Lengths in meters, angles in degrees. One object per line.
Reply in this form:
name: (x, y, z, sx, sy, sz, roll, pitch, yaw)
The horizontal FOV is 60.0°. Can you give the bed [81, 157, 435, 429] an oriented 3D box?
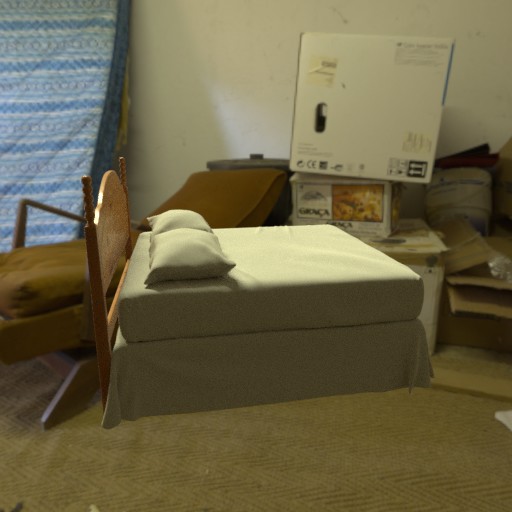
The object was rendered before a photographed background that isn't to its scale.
bed: (0.000, 0.000, 3.264, 2.040, 1.356, 1.873, -3, 16, -10)
